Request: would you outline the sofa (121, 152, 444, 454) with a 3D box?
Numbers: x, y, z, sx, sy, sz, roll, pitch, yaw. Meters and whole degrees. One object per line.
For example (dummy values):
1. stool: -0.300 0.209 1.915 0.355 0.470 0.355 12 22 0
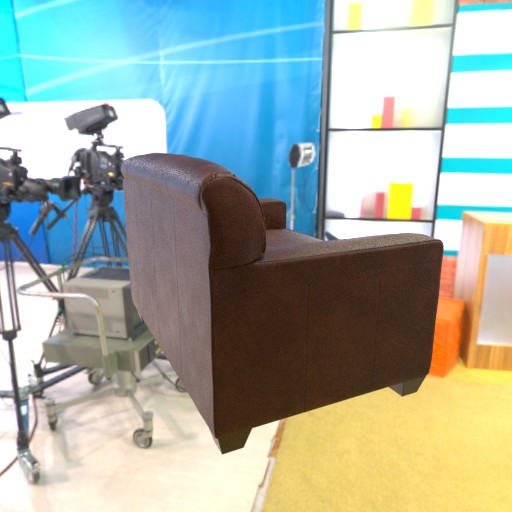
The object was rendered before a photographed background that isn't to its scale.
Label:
1. sofa: 0.000 0.000 2.110 1.000 0.956 1.413 -7 16 -25
